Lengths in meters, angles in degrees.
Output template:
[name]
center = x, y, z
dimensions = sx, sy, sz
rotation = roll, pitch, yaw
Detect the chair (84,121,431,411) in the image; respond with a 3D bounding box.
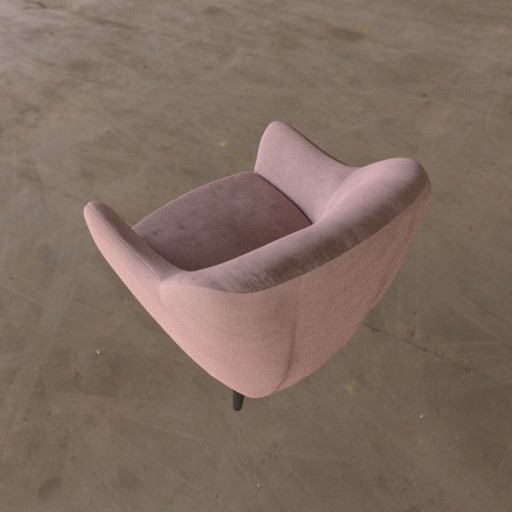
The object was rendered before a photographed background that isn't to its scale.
[chair]
center = 0.000, 0.000, 1.511
dimensions = 0.840, 0.820, 0.820
rotation = -31, 54, -26
